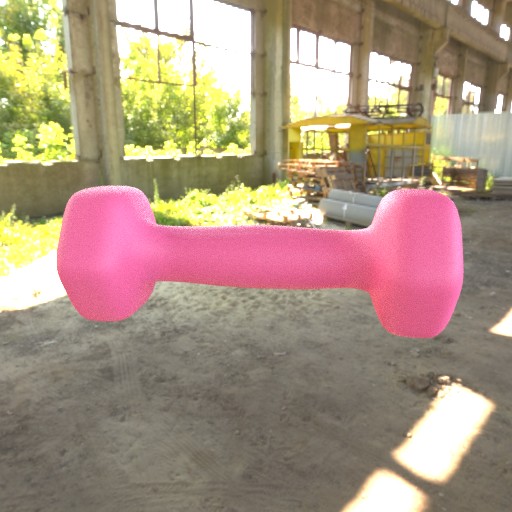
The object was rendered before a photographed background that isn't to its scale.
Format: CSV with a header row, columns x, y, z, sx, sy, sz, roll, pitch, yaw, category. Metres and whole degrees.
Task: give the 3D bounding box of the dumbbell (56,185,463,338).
x,y,z,sx,sy,sz,roll,pitch,yaw,category
0.000,0.000,0.174,0.146,0.053,0.058,2,14,8,dumbbell
